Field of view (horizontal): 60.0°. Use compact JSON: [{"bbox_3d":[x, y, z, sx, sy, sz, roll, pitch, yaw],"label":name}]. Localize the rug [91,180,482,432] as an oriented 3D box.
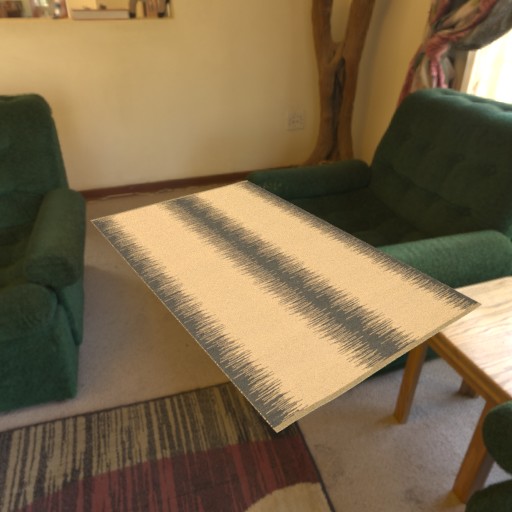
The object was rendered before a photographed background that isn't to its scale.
[{"bbox_3d":[0.000,0.000,3.071,1.519,0.003,2.453,-20,36,-30],"label":"rug"}]
